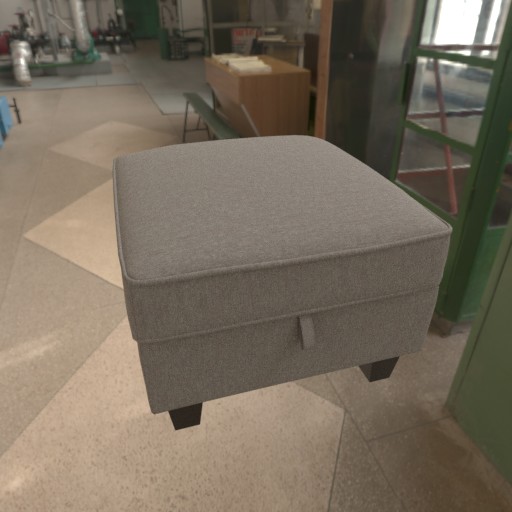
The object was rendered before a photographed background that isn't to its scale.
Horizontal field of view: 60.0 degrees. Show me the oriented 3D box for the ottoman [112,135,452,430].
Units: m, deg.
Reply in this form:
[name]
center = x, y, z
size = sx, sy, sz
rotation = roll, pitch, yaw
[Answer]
[ottoman]
center = 0.000, 0.000, 1.408
size = 0.808, 0.612, 0.871
rotation = -9, 32, -14
